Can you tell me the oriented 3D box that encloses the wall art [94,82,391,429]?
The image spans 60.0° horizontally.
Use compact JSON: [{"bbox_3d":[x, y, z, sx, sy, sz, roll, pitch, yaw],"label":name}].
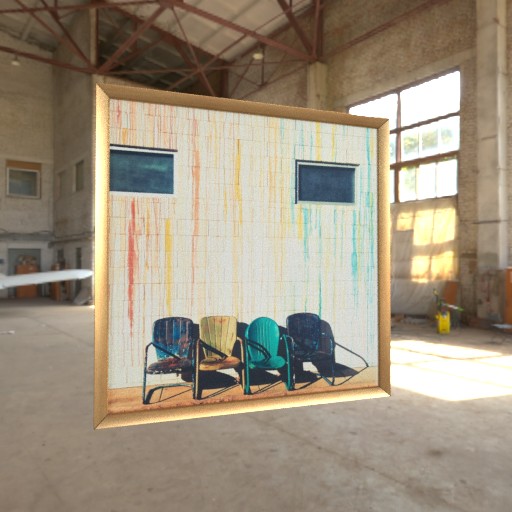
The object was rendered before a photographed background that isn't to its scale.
[{"bbox_3d":[0.000,0.000,0.443,0.302,0.302,0.019,0,-1,-19],"label":"wall art"}]
